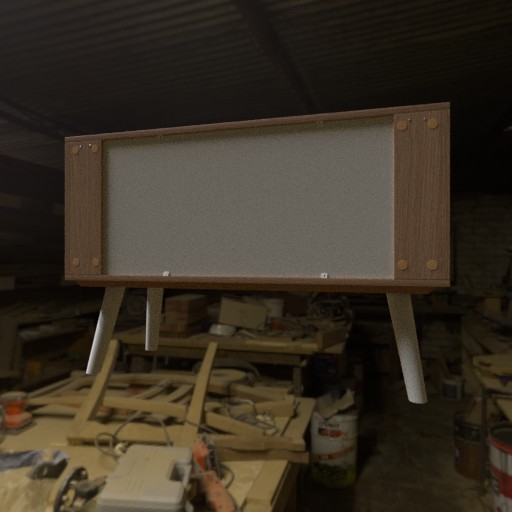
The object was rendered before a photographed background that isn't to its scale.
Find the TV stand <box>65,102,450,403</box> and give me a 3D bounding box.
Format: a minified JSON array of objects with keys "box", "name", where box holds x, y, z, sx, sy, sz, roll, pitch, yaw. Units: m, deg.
[{"box":[0.000,0.000,1.288,0.991,0.660,0.407,0,0,17],"name":"TV stand"}]
